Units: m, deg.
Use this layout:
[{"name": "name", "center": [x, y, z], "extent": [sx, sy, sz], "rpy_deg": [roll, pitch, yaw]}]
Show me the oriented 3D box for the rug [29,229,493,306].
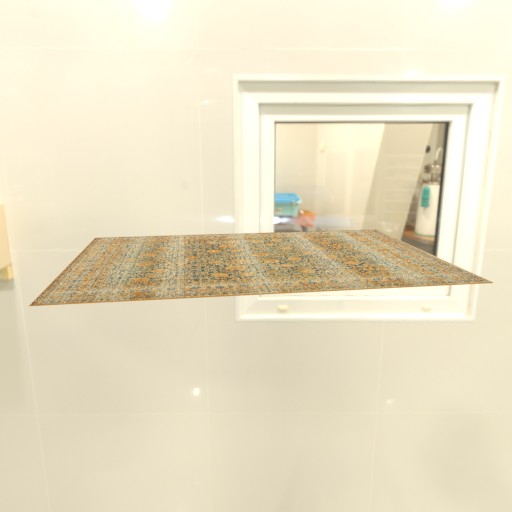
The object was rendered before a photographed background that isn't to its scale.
[{"name": "rug", "center": [0.000, 0.000, 2.934], "extent": [2.336, 0.007, 1.525], "rpy_deg": [-2, 14, -8]}]
